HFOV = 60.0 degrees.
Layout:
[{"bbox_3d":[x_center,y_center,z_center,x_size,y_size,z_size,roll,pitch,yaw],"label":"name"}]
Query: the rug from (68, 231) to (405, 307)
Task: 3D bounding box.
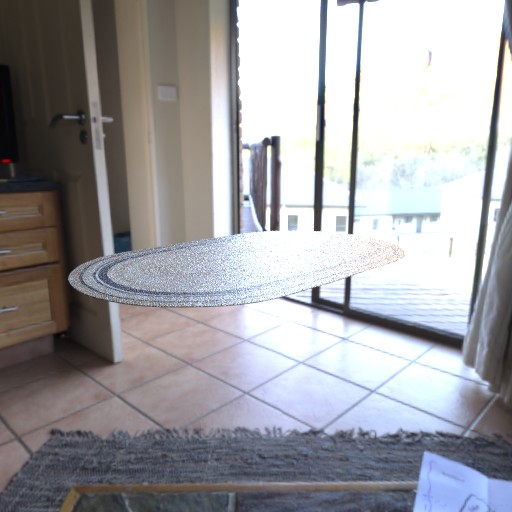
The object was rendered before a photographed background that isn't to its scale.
[{"bbox_3d":[0.000,0.000,3.026,2.432,0.006,1.520,-12,17,-44],"label":"rug"}]
